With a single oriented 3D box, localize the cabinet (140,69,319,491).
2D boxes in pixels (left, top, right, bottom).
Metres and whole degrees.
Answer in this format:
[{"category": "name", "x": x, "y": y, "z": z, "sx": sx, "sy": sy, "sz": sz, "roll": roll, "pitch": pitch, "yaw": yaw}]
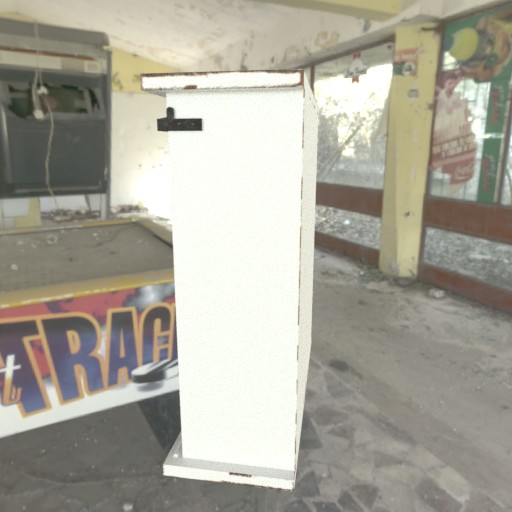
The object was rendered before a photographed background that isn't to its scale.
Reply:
[{"category": "cabinet", "x": 0.000, "y": 0.000, "z": 0.881, "sx": 0.210, "sy": 0.603, "sz": 0.541, "roll": 2, "pitch": 14, "yaw": 9}]
